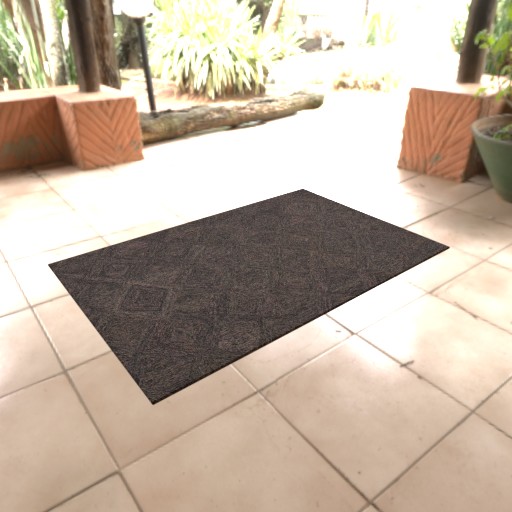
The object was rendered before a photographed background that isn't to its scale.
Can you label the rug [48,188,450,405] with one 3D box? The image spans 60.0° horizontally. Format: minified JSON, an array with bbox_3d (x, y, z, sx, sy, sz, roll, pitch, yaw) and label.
[{"bbox_3d":[0.000,0.000,3.015,2.298,0.017,1.501,-21,35,-33],"label":"rug"}]
